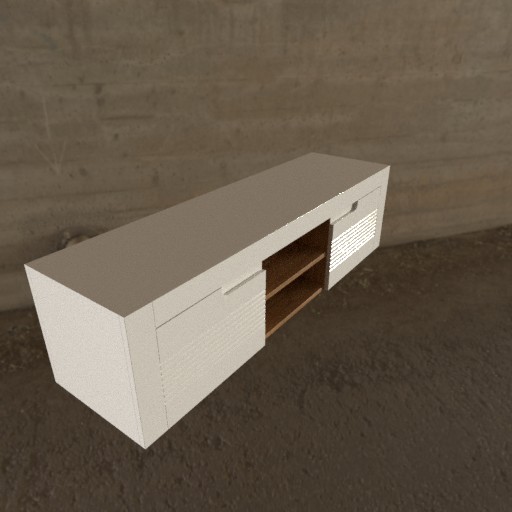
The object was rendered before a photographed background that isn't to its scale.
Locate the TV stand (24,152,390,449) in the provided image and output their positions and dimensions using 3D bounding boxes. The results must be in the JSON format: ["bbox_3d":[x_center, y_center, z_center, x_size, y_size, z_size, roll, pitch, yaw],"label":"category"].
[{"bbox_3d":[0.000,0.000,1.697,0.410,0.440,1.500,19,32,32],"label":"TV stand"}]
